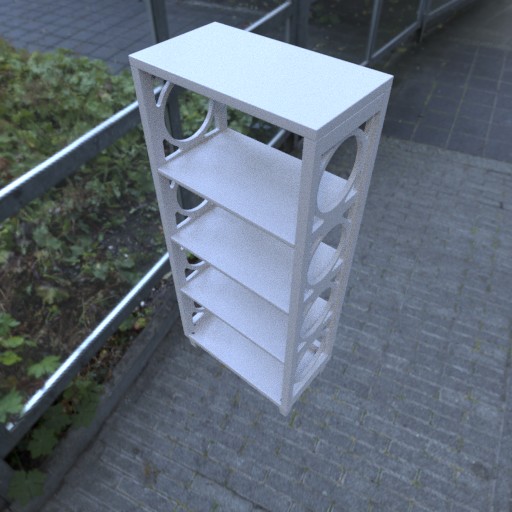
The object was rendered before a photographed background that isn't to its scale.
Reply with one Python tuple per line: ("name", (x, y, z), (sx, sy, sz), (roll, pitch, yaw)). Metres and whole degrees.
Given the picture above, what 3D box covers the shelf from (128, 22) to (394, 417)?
("shelf", (0.000, 0.000, 1.649), (0.611, 1.411, 0.340), (31, 53, 26))
